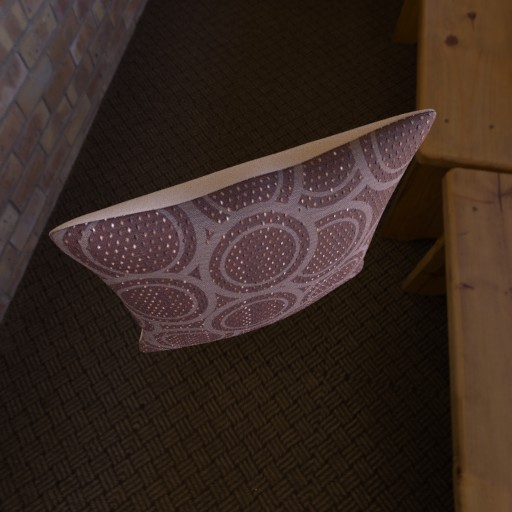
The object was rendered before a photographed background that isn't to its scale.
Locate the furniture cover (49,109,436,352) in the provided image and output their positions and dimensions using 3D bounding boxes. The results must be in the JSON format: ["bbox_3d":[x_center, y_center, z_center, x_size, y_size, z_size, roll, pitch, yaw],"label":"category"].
[{"bbox_3d":[0.000,0.000,0.806,0.552,0.509,0.193,-20,64,-10],"label":"furniture cover"}]
